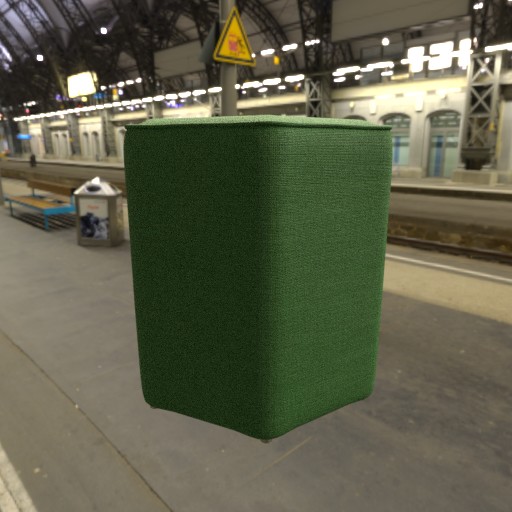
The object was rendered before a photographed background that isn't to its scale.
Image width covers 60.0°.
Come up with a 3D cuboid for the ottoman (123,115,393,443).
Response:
[{"bbox_3d":[0.000,0.000,0.878,0.499,0.507,0.444,7,15,25],"label":"ottoman"}]
